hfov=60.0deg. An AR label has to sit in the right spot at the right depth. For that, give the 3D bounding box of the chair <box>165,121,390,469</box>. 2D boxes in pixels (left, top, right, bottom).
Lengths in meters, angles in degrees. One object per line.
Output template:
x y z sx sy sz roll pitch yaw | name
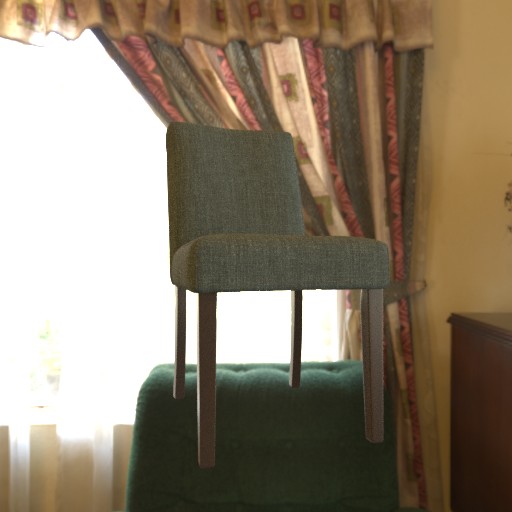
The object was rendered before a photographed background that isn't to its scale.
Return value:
0.000 0.000 1.268 0.487 0.884 0.629 0 0 -18 | chair
